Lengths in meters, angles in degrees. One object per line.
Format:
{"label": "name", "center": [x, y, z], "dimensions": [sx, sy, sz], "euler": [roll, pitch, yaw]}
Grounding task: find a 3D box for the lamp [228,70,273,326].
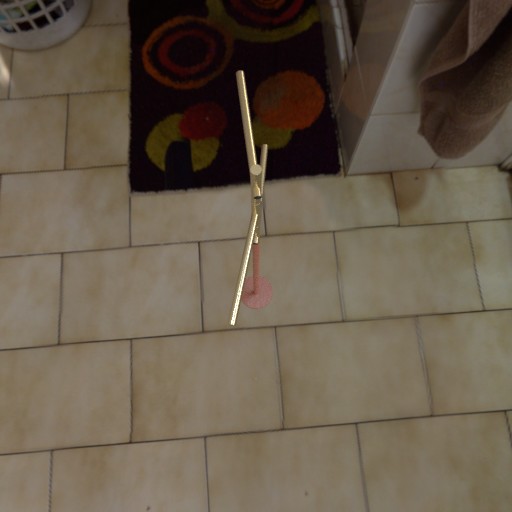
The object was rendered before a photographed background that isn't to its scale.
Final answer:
{"label": "lamp", "center": [0.000, 0.000, 1.967], "dimensions": [0.209, 1.704, 0.737], "euler": [-2, 75, -1]}
